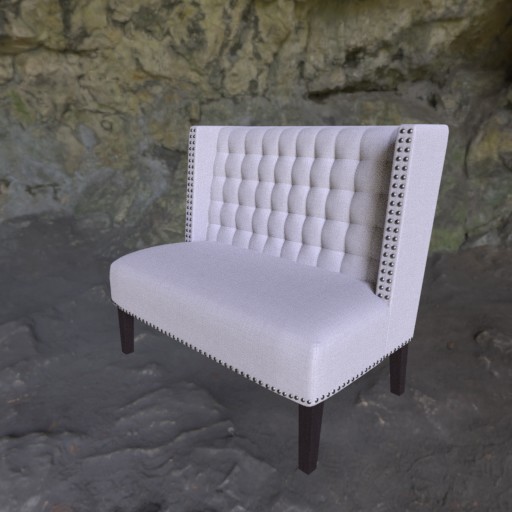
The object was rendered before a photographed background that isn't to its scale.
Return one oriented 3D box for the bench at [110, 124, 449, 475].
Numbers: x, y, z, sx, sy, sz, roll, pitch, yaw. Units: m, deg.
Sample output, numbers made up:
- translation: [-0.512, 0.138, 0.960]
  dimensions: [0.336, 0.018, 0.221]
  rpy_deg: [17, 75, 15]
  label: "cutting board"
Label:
- translation: [0.000, 0.000, 1.982]
  dimensions: [1.280, 1.123, 0.847]
  rpy_deg: [15, 22, 42]
  label: "bench"
